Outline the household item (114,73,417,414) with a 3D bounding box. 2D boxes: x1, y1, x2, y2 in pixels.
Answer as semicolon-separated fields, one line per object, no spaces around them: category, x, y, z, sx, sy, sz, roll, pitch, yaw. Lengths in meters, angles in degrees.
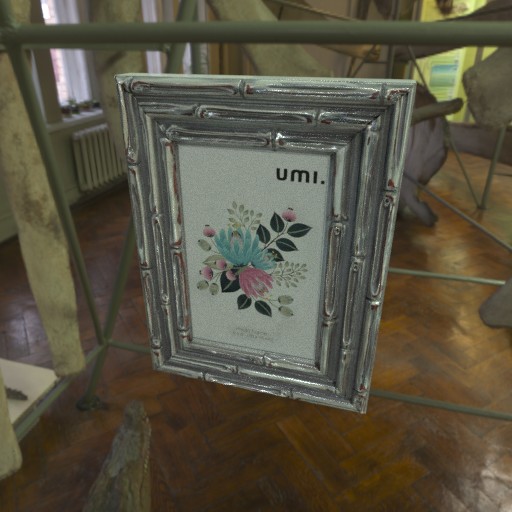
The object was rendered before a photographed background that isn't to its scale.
household item;0.000;0.000;0.288;0.165;0.216;0.025;7;27;14
